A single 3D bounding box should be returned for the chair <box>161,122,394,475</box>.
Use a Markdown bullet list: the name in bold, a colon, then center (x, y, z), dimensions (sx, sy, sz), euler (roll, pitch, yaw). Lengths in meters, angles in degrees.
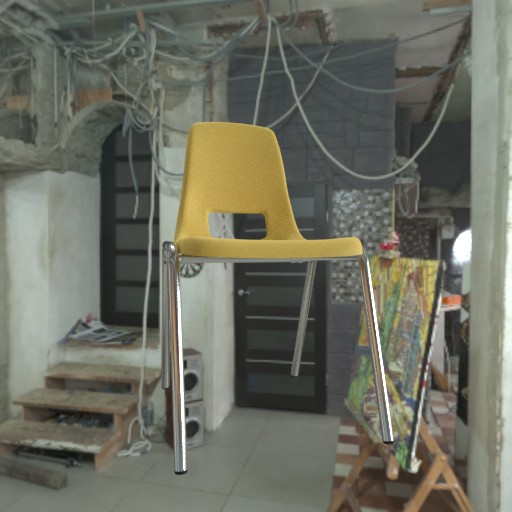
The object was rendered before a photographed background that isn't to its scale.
- **chair**: center (0.000, 0.000, 0.916), dimensions (0.381, 0.653, 0.436), euler (0, 2, -16)
